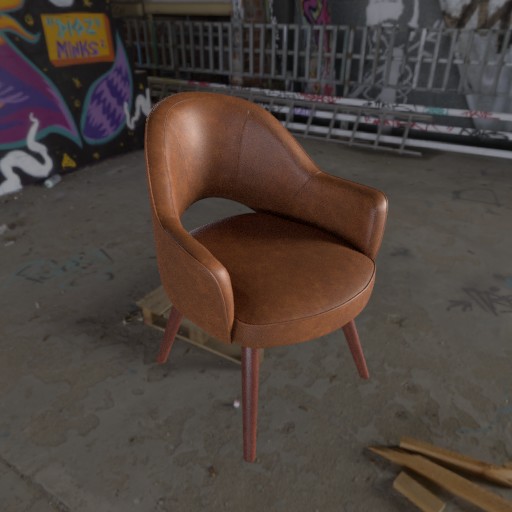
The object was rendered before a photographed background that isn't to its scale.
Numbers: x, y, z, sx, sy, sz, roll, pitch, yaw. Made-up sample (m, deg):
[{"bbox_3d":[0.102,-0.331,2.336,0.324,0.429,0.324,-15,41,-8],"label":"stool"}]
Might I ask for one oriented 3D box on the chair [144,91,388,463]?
[{"bbox_3d":[0.000,0.000,1.214,0.591,0.777,0.640,-22,36,-34],"label":"chair"}]
